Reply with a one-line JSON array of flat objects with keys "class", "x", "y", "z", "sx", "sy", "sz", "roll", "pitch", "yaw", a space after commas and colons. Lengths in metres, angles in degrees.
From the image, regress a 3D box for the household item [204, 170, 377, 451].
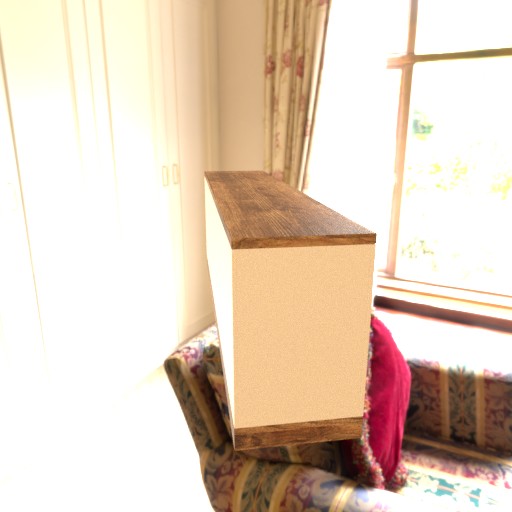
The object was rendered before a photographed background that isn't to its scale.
[{"class": "household item", "x": 0.000, "y": 0.000, "z": 2.046, "sx": 0.390, "sy": 0.615, "sz": 1.800, "roll": -2, "pitch": 16, "yaw": -8}]
